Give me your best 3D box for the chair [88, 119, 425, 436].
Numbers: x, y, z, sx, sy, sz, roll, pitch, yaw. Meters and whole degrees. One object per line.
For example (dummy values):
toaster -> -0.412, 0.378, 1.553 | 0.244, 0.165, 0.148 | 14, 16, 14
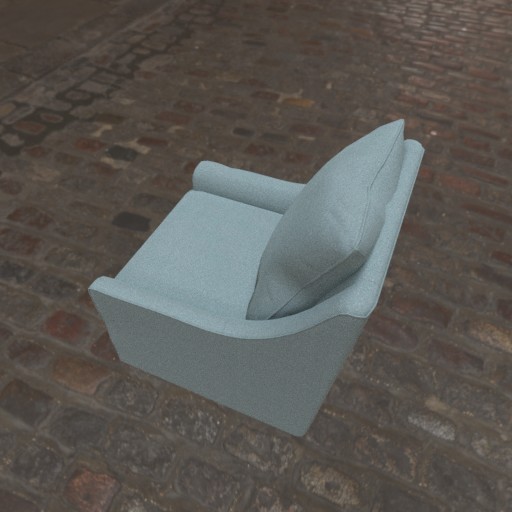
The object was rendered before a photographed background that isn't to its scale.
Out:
chair -> 0.000, 0.000, 1.566 | 0.870, 0.926, 0.760 | 18, 50, 16
